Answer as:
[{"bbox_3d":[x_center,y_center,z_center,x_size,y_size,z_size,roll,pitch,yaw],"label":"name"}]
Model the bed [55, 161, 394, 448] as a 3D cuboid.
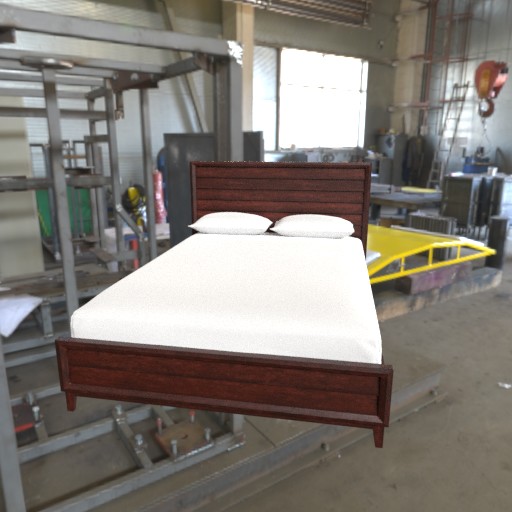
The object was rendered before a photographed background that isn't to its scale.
[{"bbox_3d":[0.000,0.000,3.857,2.040,1.492,2.803,3,15,10],"label":"bed"}]
